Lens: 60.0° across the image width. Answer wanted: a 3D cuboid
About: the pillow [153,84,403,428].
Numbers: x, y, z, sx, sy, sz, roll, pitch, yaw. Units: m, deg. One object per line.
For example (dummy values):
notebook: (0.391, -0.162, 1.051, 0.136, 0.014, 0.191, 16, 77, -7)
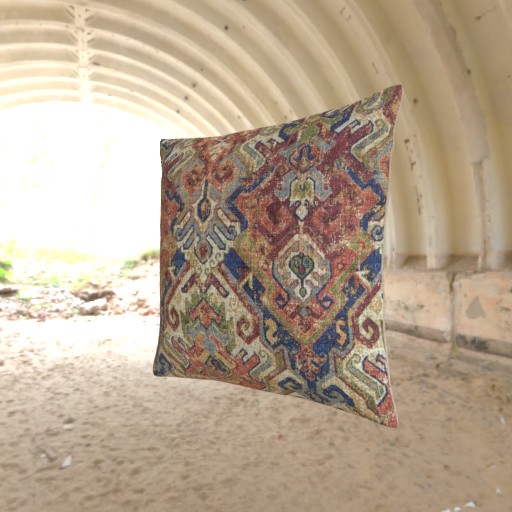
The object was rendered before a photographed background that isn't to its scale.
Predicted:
pillow: (0.000, 0.000, 0.799, 0.523, 0.506, 0.166, 0, -1, 35)
